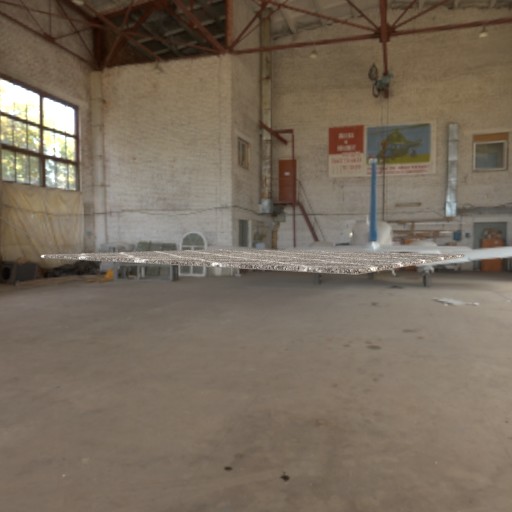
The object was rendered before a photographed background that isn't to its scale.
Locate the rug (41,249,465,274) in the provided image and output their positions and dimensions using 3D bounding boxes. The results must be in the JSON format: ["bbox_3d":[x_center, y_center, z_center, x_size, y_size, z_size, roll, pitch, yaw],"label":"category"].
[{"bbox_3d":[0.000,0.000,4.056,3.047,0.029,2.438,2,3,37],"label":"rug"}]
